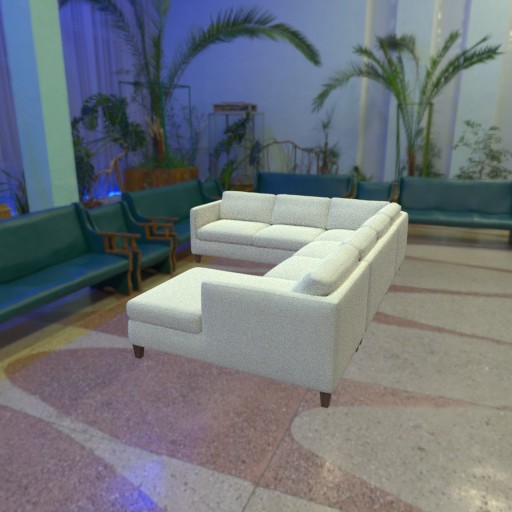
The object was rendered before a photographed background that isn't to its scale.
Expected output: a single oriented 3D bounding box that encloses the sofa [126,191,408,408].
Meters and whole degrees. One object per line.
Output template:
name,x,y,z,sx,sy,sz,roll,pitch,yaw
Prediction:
sofa,0.000,0.000,4.465,2.551,0.853,3.238,7,17,24
